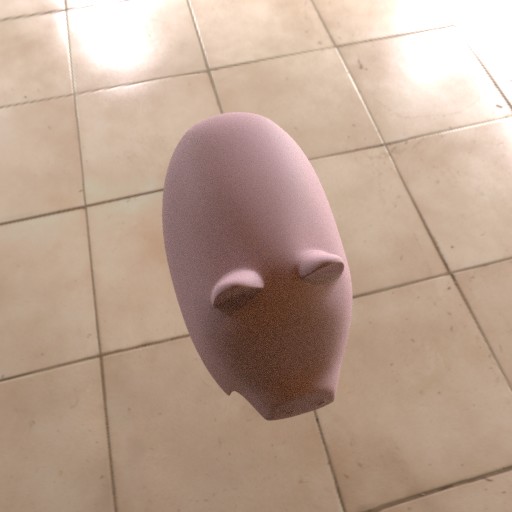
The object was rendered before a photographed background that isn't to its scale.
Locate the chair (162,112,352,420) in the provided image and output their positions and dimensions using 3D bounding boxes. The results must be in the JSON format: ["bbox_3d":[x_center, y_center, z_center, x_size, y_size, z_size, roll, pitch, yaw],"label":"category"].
[{"bbox_3d":[0.000,0.000,0.892,0.364,0.423,0.619,-14,63,-7],"label":"chair"}]
